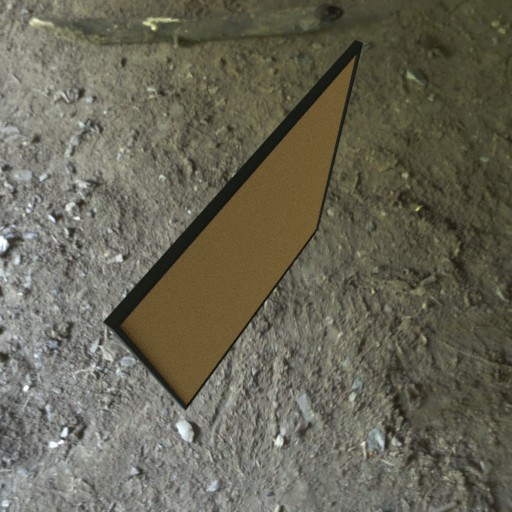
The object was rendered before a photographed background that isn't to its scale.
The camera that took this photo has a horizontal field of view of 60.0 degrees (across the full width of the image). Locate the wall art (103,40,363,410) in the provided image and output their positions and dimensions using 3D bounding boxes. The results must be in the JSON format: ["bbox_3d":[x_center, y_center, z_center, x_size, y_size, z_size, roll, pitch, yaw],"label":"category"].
[{"bbox_3d":[0.000,0.000,0.678,0.013,0.457,0.458,32,67,15],"label":"wall art"}]
